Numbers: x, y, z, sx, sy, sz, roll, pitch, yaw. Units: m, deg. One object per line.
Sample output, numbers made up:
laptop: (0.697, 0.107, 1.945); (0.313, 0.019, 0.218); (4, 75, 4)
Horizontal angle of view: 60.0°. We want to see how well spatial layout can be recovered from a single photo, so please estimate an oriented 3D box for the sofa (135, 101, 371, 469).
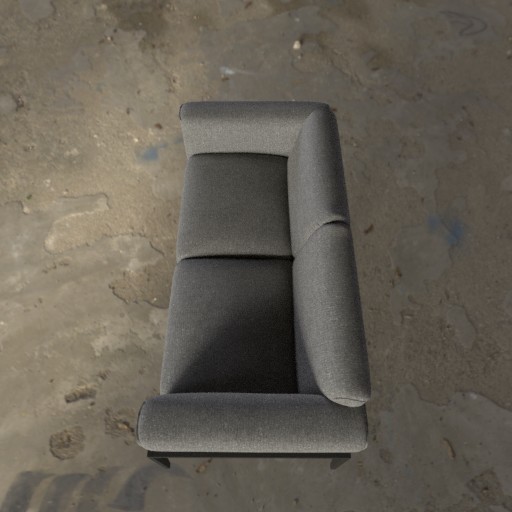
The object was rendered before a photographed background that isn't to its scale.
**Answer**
sofa: (0.000, 0.000, 2.517); (0.985, 0.703, 2.125); (0, 59, 0)
